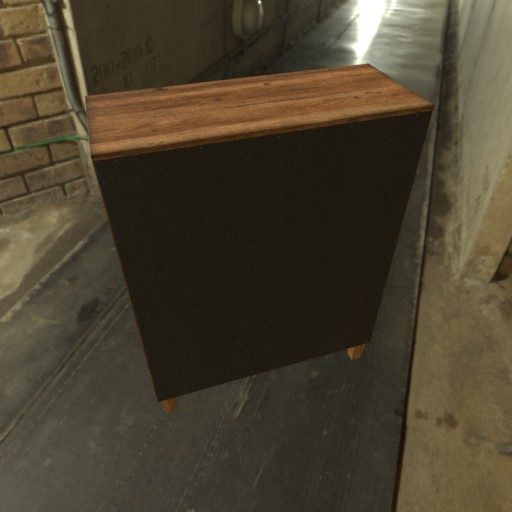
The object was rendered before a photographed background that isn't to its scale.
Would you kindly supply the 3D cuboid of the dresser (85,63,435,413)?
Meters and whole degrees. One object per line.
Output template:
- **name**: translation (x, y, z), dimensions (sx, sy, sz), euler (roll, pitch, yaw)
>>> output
- **dresser**: translation (0.000, 0.000, 1.903), dimensions (1.067, 1.359, 0.438), euler (-12, 43, -14)
